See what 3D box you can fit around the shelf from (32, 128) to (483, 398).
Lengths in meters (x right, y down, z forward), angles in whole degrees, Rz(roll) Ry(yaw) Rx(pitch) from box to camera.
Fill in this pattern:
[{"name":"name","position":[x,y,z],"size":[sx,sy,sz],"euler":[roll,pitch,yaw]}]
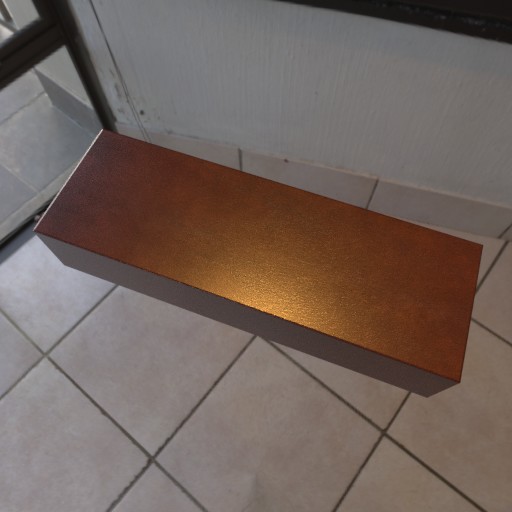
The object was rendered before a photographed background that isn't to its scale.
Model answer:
[{"name":"shelf","position":[0.000,0.000,0.513],"size":[0.457,0.088,0.152],"euler":[19,65,9]}]
